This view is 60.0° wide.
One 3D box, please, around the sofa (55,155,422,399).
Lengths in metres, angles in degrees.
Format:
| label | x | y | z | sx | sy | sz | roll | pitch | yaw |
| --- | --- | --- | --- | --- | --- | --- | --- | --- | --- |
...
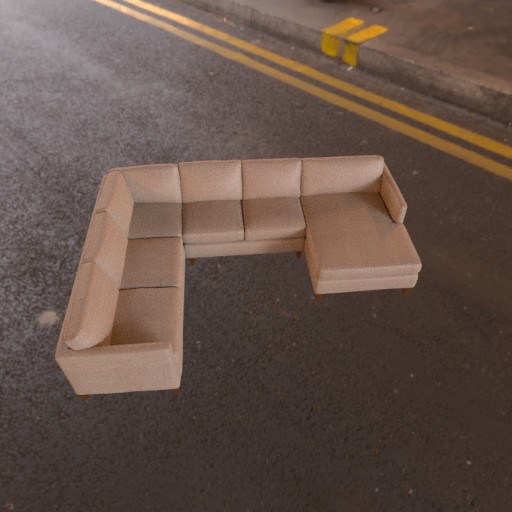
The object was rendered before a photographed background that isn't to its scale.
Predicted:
| label | x | y | z | sx | sy | sz | roll | pitch | yaw |
| --- | --- | --- | --- | --- | --- | --- | --- | --- | --- |
| sofa | 0.000 | 0.000 | 4.681 | 3.460 | 0.961 | 2.594 | -4 | 45 | -4 |
